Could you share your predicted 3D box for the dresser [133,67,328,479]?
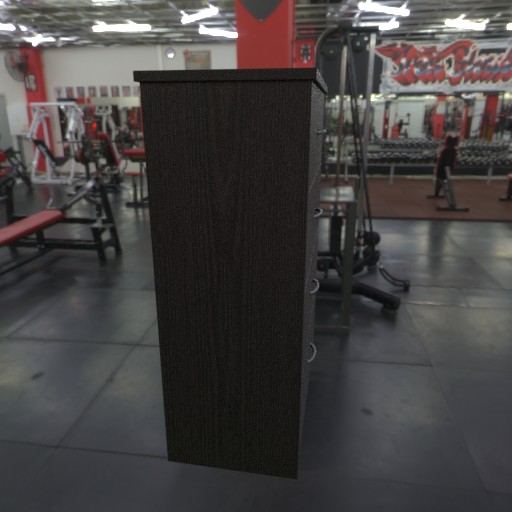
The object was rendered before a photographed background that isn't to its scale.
[{"bbox_3d":[0.000,0.000,1.385,0.399,1.020,0.704,3,18,10],"label":"dresser"}]
